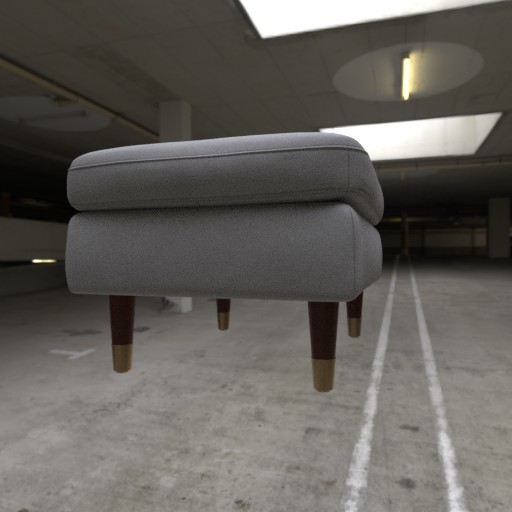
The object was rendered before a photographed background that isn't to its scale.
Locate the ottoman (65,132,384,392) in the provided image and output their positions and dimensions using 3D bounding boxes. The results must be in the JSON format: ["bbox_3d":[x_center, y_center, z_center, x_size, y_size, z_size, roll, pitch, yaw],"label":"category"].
[{"bbox_3d":[0.000,0.000,1.103,0.593,0.478,0.747,0,0,18],"label":"ottoman"}]
